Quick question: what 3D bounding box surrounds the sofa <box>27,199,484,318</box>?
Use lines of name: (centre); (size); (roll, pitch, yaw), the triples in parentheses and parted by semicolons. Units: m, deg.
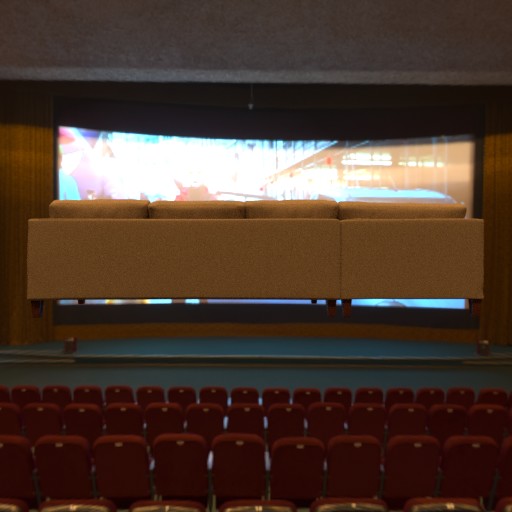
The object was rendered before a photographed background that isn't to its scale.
sofa: (0.000, 0.000, 3.873); (3.186, 0.846, 1.625); (0, 0, -1)
